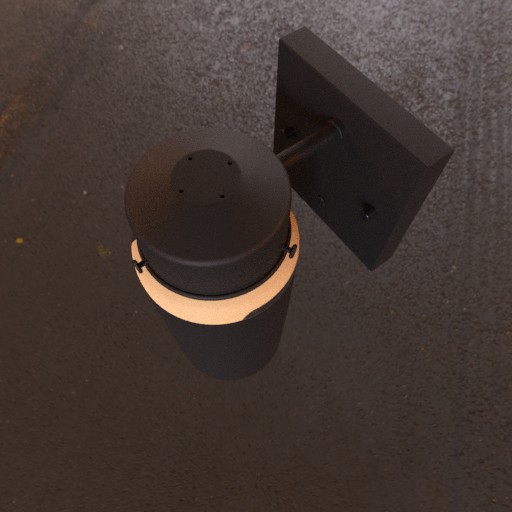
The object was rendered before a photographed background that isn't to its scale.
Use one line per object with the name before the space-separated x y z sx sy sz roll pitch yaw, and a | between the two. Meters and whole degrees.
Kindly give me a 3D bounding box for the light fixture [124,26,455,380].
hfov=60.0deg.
light fixture | 0.000 0.000 0.356 0.176 0.257 0.130 -33 67 -16
